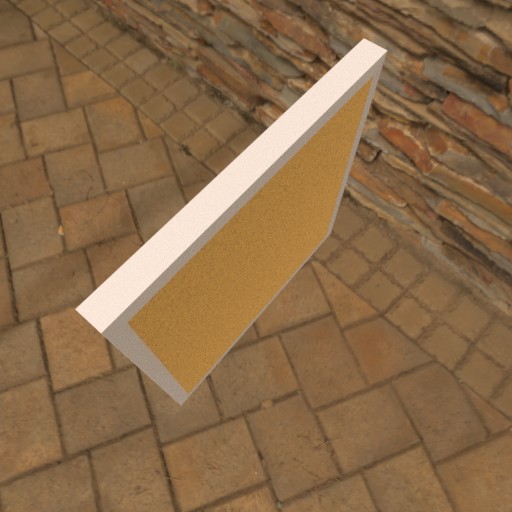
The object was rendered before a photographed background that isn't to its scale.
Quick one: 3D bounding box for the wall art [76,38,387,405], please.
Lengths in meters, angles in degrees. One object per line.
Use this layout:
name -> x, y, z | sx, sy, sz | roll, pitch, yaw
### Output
wall art -> 0.000, 0.000, 1.888 | 0.098, 1.291, 1.289 | 37, 69, 16
